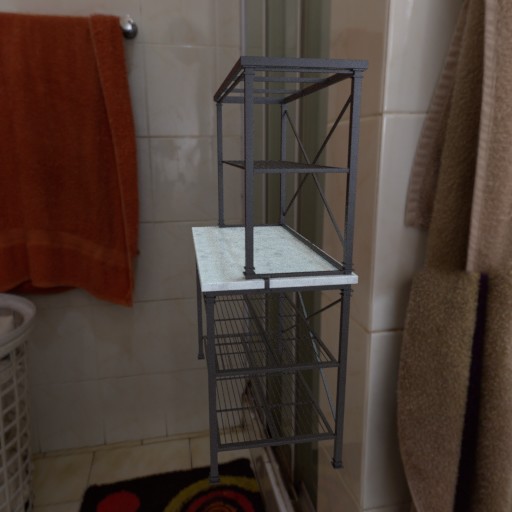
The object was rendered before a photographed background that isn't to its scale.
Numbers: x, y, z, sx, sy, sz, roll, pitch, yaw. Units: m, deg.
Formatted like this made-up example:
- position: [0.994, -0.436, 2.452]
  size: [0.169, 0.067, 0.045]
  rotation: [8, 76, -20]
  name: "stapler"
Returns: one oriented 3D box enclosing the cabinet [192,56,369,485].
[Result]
- position: [0.000, 0.000, 2.255]
  size: [0.610, 1.659, 1.210]
  rotation: [-2, 14, -9]
  name: "cabinet"
